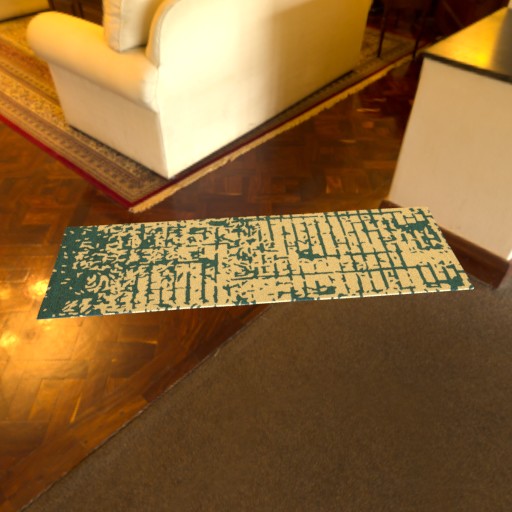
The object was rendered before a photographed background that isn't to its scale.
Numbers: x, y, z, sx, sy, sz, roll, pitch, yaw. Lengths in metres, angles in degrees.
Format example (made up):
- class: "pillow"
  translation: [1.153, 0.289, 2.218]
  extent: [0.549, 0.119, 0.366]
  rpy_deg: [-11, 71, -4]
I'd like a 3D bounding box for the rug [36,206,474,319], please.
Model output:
- class: "rug"
  translation: [0.000, 0.000, 2.718]
  extent: [2.435, 0.011, 0.750]
  rpy_deg: [-4, 45, -4]
